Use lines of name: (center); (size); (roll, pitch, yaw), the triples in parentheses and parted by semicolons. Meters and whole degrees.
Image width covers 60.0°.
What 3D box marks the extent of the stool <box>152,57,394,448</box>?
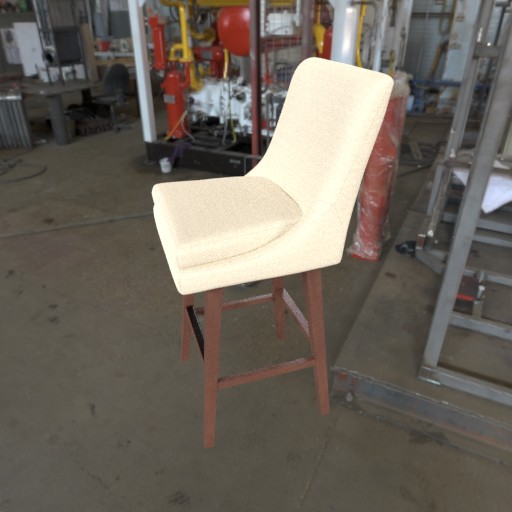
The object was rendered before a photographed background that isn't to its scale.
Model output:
stool: (0.000, 0.000, 1.387); (0.559, 1.093, 0.483); (-10, 31, -16)
